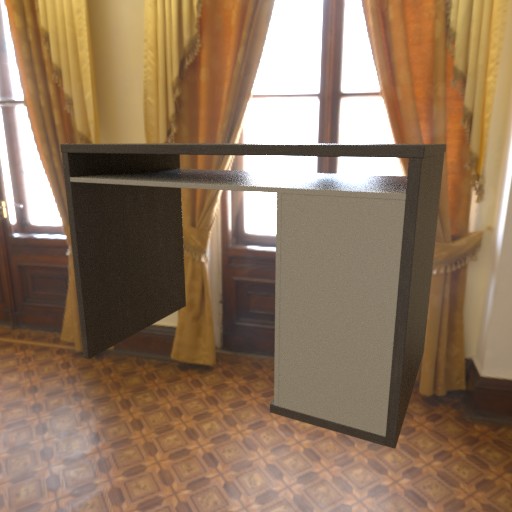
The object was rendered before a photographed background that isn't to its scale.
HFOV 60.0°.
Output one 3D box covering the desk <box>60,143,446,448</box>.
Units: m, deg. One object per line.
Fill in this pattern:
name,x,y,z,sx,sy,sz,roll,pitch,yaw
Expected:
desk,0.000,0.000,1.529,1.100,0.750,0.600,7,16,26
